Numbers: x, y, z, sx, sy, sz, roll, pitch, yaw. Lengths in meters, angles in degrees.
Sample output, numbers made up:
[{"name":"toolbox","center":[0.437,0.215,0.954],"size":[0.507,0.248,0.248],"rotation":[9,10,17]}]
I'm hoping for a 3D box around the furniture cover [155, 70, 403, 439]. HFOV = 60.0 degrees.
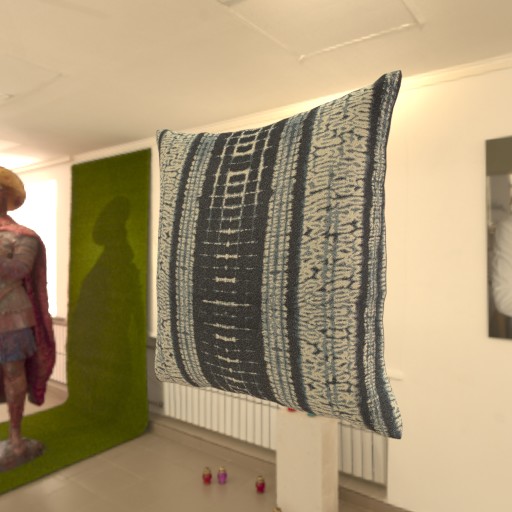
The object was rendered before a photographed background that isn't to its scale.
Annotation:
[{"name":"furniture cover","center":[0.000,0.000,0.643],"size":[0.425,0.435,0.133],"rotation":[0,1,36]}]
